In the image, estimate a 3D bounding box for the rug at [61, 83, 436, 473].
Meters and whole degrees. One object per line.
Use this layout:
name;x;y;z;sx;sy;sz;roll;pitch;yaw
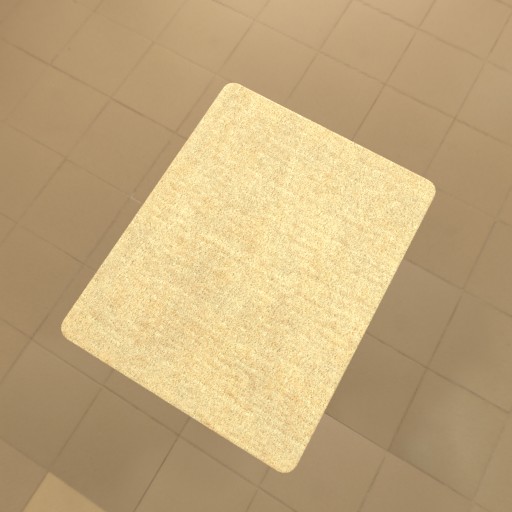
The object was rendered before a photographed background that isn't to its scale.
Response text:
rug;0.000;0.000;3.480;2.009;0.048;2.528;29;77;7
